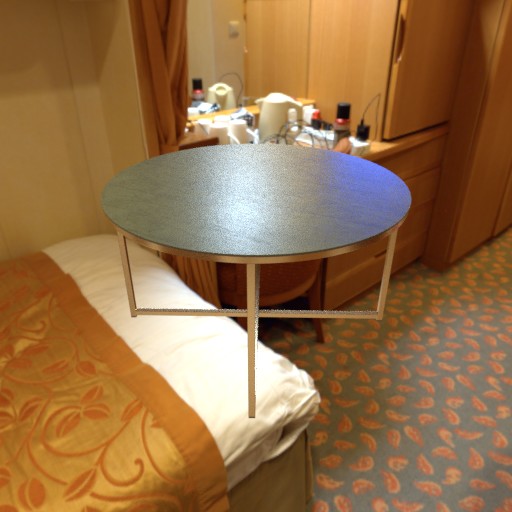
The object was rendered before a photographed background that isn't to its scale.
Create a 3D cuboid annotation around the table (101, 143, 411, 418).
[{"bbox_3d":[0.000,0.000,1.303,0.800,0.450,0.800,0,29,0],"label":"table"}]
